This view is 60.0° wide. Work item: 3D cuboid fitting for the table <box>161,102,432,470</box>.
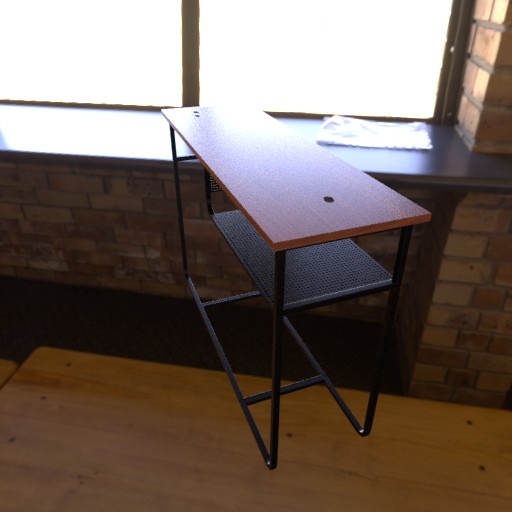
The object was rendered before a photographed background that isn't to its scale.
[{"bbox_3d":[0.000,0.000,1.486,0.350,0.750,1.100,-11,33,-18],"label":"table"}]
